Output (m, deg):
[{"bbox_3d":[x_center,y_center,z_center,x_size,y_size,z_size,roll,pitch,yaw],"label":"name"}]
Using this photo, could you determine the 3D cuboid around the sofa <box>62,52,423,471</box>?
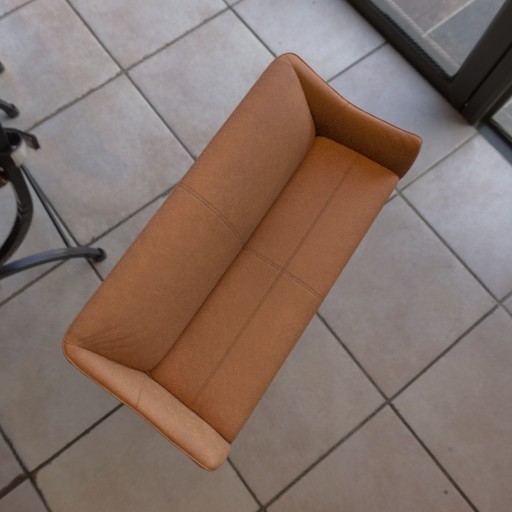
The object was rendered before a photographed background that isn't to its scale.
[{"bbox_3d":[0.000,0.000,2.349,0.869,0.830,1.928,33,78,8],"label":"sofa"}]
